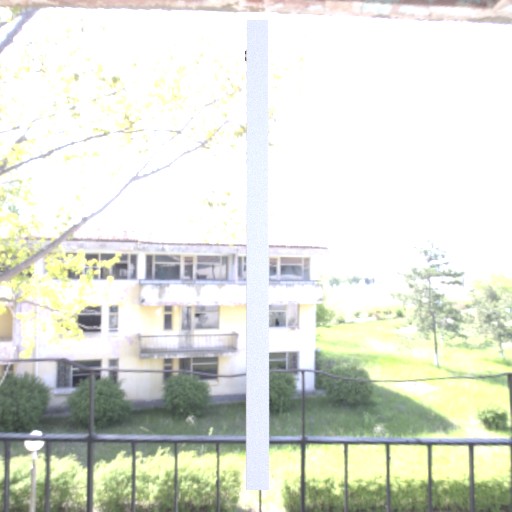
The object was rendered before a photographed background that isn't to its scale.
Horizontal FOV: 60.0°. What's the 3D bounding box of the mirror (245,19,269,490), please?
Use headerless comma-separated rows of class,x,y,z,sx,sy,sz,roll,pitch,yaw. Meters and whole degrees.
mirror,0.000,0.000,0.921,0.039,0.710,0.507,0,-2,0
